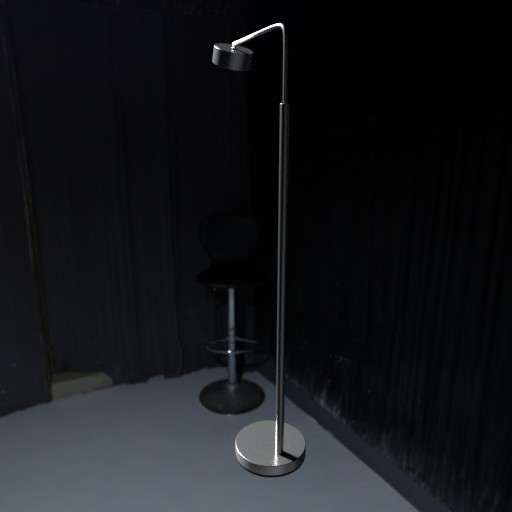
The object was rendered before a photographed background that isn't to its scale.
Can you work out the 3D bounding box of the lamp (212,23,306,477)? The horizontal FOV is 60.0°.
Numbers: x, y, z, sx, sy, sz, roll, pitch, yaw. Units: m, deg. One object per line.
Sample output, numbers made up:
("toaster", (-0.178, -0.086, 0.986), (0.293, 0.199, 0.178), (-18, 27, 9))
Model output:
("lamp", (0.000, 0.000, 1.345), (0.222, 1.250, 0.421), (-7, 16, -27))
